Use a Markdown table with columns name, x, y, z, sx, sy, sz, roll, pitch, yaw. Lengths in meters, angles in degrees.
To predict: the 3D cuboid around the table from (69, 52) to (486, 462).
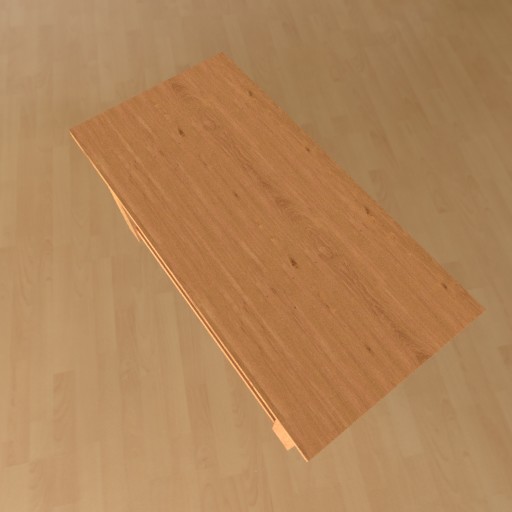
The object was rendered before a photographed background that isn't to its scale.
| name | x | y | z | sx | sy | sz | roll | pitch | yaw |
| --- | --- | --- | --- | --- | --- | --- | --- | --- | --- |
| table | 0.000 | 0.000 | 1.166 | 0.450 | 0.452 | 0.899 | -34 | 69 | -15 |
